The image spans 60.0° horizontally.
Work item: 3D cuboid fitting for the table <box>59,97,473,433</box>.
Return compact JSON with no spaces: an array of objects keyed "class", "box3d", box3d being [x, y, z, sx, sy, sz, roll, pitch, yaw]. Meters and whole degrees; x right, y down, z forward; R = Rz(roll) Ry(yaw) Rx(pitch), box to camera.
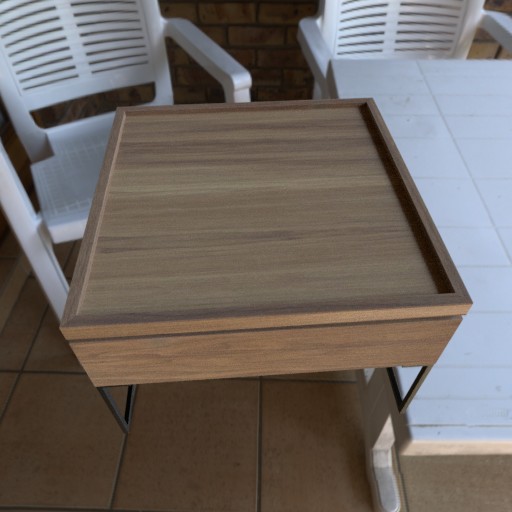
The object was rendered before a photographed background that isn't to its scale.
[{"class":"table","box3d":[0.000,0.000,1.117,0.679,0.464,0.676,-3,48,-3]}]
